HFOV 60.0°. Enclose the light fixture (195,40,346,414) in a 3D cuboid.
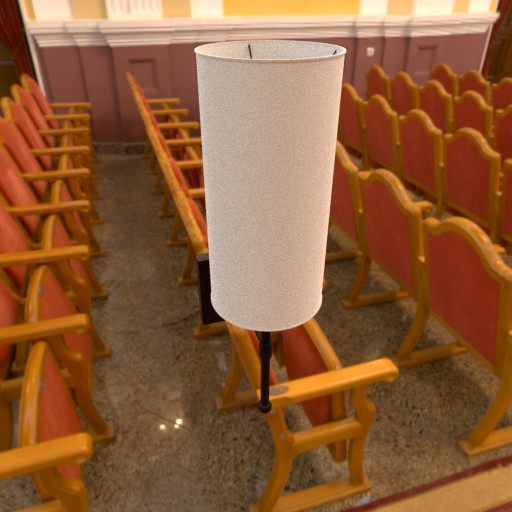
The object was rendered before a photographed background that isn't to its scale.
[{"bbox_3d":[0.000,0.000,0.531,0.128,0.462,0.208,-9,33,-15],"label":"light fixture"}]
